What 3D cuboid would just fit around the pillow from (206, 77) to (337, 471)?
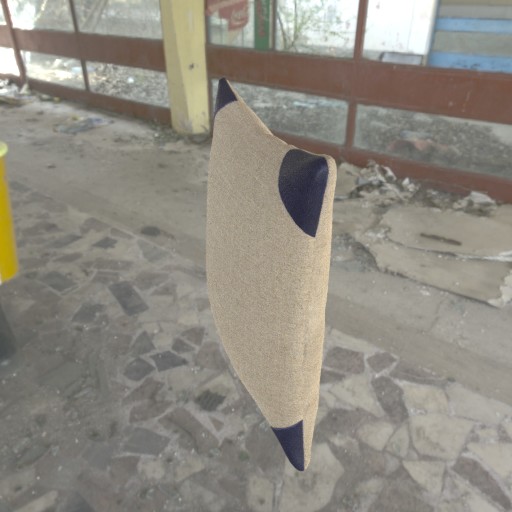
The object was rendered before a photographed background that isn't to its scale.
[{"bbox_3d":[0.000,0.000,0.672,0.147,0.441,0.440,-9,32,-14],"label":"pillow"}]
